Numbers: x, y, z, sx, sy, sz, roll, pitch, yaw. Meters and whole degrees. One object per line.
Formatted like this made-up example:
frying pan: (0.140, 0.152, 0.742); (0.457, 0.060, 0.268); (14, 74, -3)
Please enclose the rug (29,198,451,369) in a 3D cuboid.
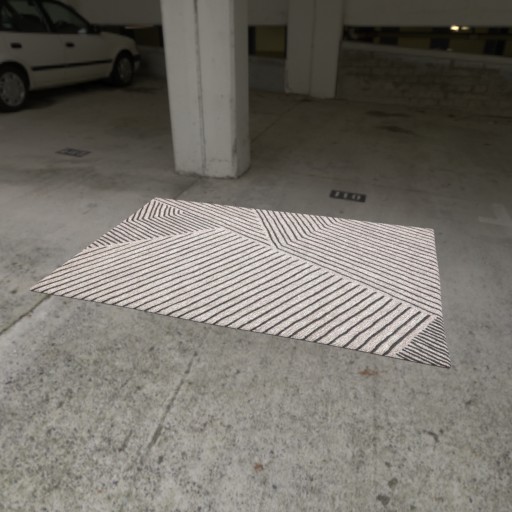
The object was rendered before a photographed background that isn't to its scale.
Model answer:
rug: (0.000, 0.000, 2.350); (1.842, 0.019, 1.237); (8, 29, 14)
